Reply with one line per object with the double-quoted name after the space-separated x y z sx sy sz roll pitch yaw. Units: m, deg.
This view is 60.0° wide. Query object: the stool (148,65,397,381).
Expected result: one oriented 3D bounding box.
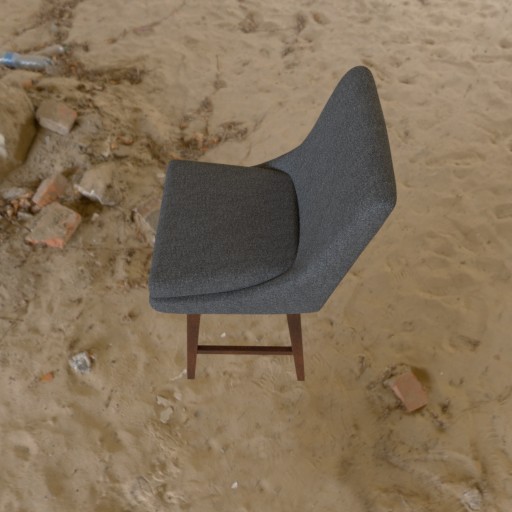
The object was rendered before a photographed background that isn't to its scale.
0.000 0.000 1.399 0.572 1.068 0.489 1 57 0 "stool"
